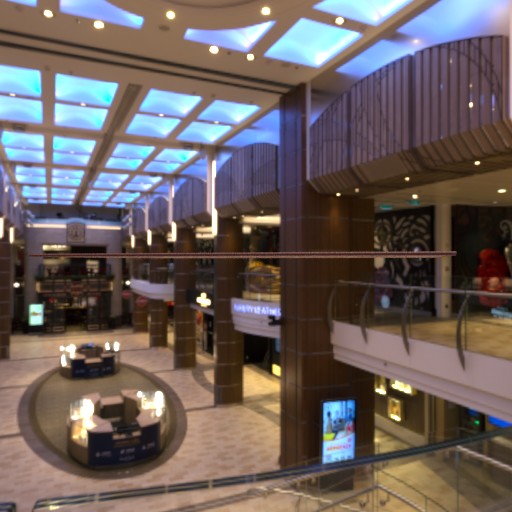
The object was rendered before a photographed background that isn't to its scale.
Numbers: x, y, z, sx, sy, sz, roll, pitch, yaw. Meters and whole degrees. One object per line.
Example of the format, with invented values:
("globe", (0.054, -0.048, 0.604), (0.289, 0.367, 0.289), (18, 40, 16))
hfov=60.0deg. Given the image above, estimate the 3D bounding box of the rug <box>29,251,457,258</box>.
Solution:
("rug", (0.000, 0.000, 5.871), (4.578, 0.033, 3.033), (0, -1, 19))
